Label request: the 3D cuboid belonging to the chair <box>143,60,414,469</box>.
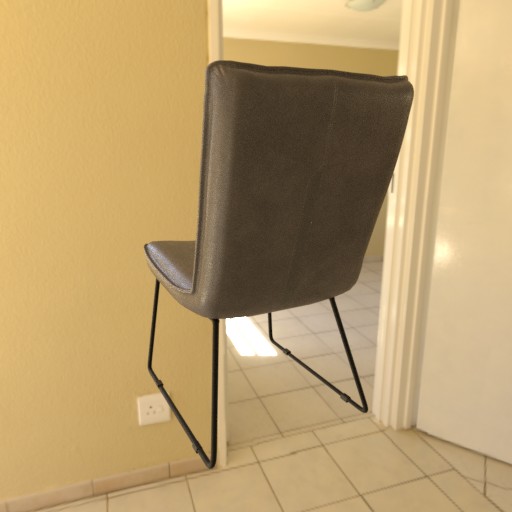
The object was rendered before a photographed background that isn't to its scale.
[{"bbox_3d":[0.000,0.000,1.281,0.515,0.932,0.688,-8,16,-27],"label":"chair"}]
